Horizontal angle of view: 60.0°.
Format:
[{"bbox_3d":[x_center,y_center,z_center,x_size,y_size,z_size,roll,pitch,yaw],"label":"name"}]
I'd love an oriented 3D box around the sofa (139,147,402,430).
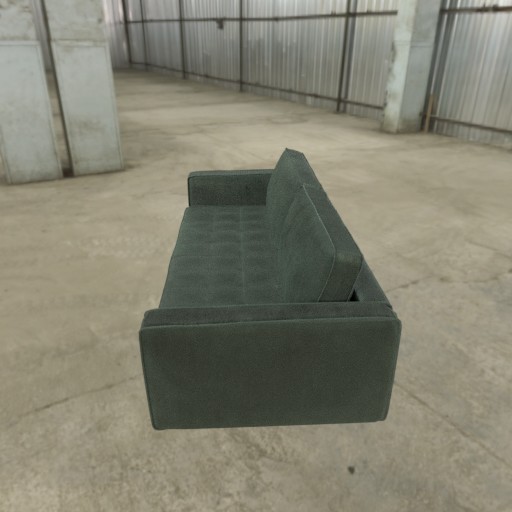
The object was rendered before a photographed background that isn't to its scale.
[{"bbox_3d":[0.000,0.000,2.293,0.886,0.781,1.816,-1,27,-2],"label":"sofa"}]
